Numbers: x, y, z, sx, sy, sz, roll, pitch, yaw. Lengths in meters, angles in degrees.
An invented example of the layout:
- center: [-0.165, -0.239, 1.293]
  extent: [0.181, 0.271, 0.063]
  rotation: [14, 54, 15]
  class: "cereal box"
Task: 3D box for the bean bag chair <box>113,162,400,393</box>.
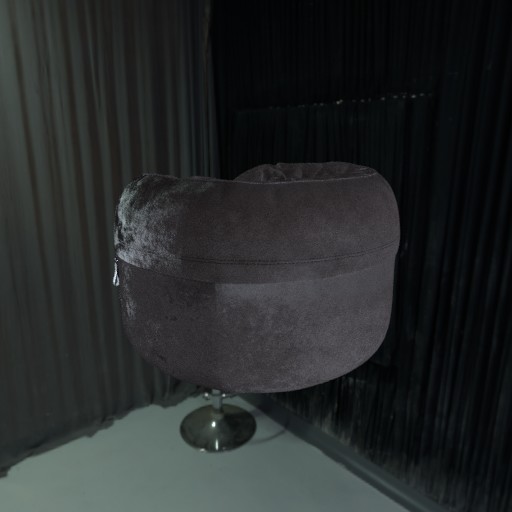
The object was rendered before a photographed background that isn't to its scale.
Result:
- center: [0.000, 0.000, 1.511]
  extent: [0.918, 0.605, 0.918]
  rotation: [0, 15, 0]
  class: "bean bag chair"
